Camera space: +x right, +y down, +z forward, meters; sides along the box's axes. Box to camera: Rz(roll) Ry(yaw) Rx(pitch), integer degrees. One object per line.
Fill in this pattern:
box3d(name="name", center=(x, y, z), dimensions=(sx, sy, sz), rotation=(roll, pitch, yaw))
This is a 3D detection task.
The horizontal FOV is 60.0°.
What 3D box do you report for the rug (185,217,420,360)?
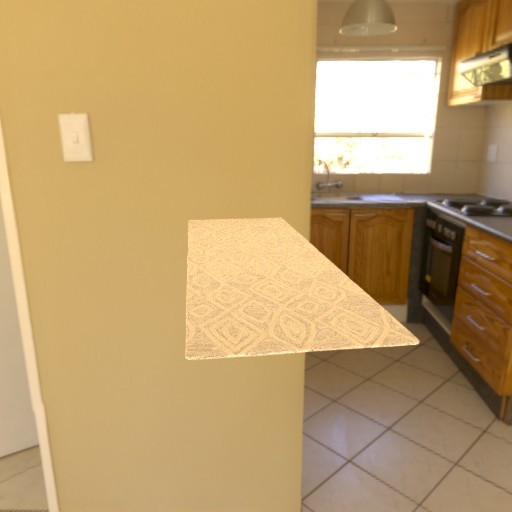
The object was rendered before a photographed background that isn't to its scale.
box3d(name="rug", center=(0.000, 0.000, 2.624), dimensions=(0.807, 0.013, 2.436), rotation=(-2, 15, -8))
